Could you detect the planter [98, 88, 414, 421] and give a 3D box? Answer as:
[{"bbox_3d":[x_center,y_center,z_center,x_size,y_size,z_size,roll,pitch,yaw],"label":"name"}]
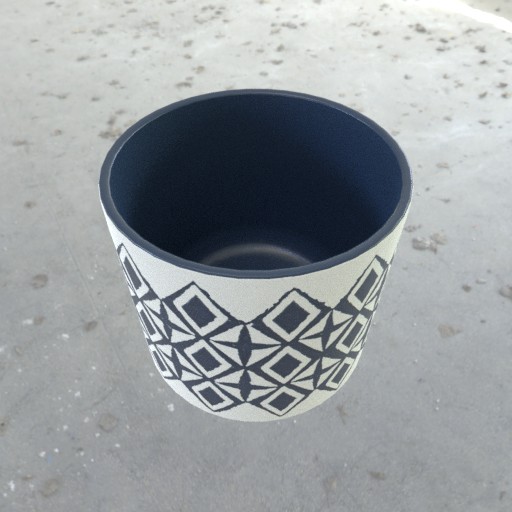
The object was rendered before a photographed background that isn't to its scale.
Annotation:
[{"bbox_3d":[0.000,0.000,0.395,0.224,0.203,0.224,0,47,0],"label":"planter"}]
